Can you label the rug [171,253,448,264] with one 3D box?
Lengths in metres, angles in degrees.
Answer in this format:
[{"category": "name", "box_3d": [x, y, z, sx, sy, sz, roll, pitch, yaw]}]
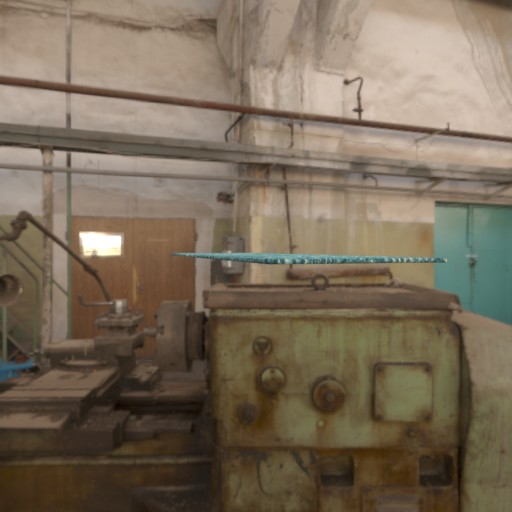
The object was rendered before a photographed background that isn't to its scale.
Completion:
[{"category": "rug", "box_3d": [0.000, 0.000, 2.538, 0.676, 0.016, 2.286, 0, 1, -18]}]
